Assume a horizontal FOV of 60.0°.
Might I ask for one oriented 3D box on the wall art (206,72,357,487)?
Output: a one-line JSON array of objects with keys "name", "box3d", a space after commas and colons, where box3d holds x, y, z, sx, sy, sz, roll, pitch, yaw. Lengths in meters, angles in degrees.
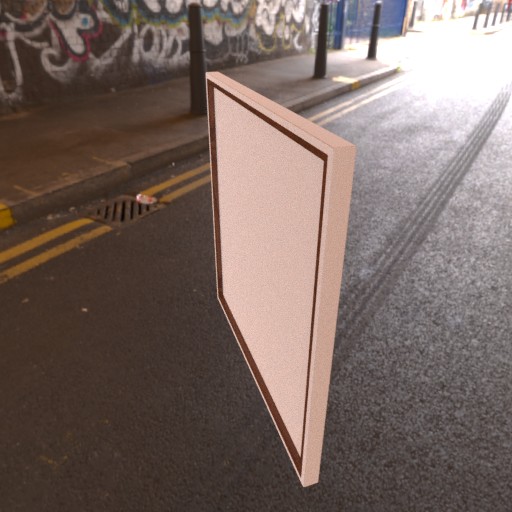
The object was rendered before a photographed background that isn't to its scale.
[{"name": "wall art", "box3d": [0.000, 0.000, 1.467, 0.049, 1.009, 1.009, -10, 31, -16]}]
